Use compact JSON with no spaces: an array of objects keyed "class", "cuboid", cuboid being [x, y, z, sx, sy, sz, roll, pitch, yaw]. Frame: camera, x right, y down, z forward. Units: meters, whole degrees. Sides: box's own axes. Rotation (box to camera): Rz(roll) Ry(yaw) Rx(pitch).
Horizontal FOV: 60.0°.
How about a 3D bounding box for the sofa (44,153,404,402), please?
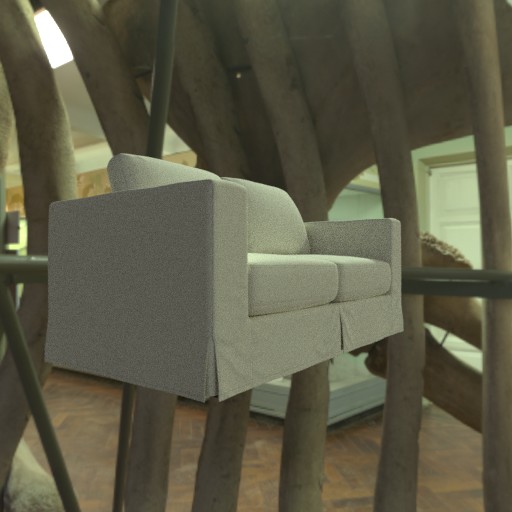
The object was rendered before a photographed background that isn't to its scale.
[{"class":"sofa","cuboid":[0.000,0.000,2.382,1.009,0.932,1.813,-1,-1,36]}]
